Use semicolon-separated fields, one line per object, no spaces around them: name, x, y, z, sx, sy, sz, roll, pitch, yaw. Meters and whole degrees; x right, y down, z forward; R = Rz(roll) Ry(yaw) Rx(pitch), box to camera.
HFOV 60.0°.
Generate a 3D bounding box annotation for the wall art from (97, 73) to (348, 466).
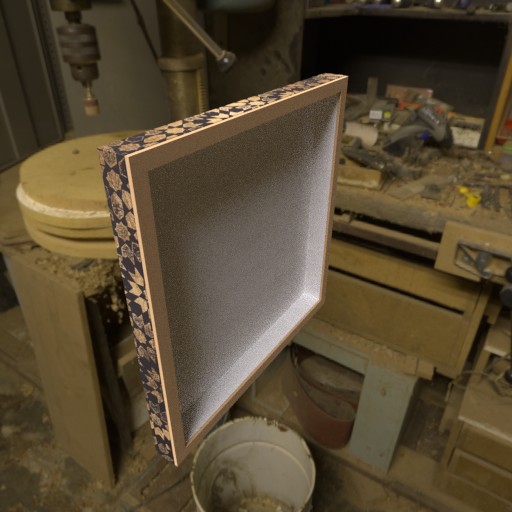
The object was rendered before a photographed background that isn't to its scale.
wall art;0.000;0.000;0.601;0.038;0.405;0.405;20;37;29
